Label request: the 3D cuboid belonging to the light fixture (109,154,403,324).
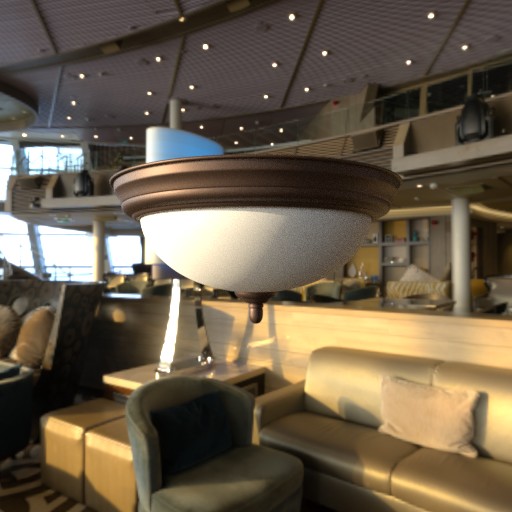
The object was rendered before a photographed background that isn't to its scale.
[{"bbox_3d":[0.000,0.000,0.443,0.280,0.135,0.280,0,-1,0],"label":"light fixture"}]
